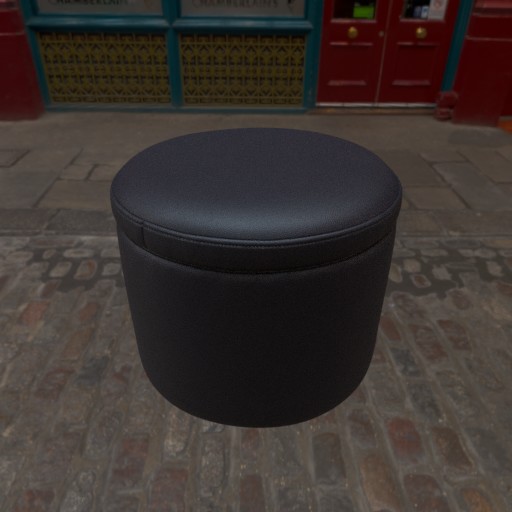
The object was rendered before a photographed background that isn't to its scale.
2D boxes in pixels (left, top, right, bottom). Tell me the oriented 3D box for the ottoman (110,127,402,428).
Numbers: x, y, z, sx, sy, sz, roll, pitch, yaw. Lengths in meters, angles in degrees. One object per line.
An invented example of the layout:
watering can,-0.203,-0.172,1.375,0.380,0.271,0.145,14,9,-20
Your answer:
ottoman,0.000,0.000,0.867,0.501,0.409,0.501,0,31,0
